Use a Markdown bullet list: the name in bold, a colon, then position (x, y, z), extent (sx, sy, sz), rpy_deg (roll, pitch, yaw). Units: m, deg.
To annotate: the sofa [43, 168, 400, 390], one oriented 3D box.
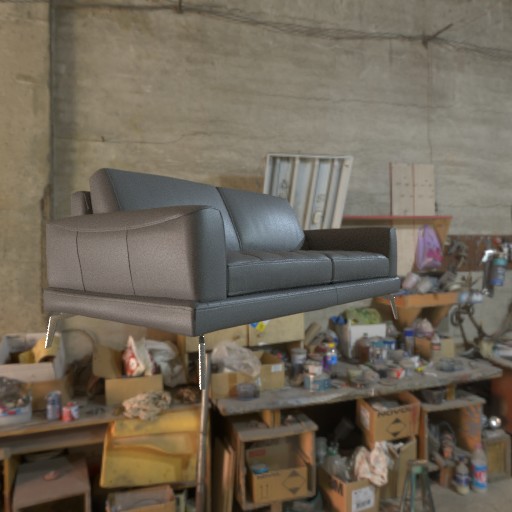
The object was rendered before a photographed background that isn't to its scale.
- **sofa**: position (0.000, 0.000, 2.742), extent (1.121, 0.930, 2.177), rpy_deg (1, 1, 37)
